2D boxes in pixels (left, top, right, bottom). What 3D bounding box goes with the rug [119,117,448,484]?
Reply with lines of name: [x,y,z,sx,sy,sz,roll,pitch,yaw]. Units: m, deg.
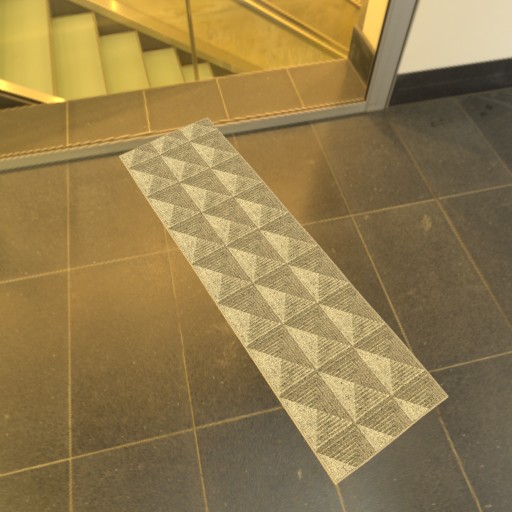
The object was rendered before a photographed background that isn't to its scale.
rug: [0.000,0.000,2.363,0.645,0.015,2.182,-29,62,-17]
